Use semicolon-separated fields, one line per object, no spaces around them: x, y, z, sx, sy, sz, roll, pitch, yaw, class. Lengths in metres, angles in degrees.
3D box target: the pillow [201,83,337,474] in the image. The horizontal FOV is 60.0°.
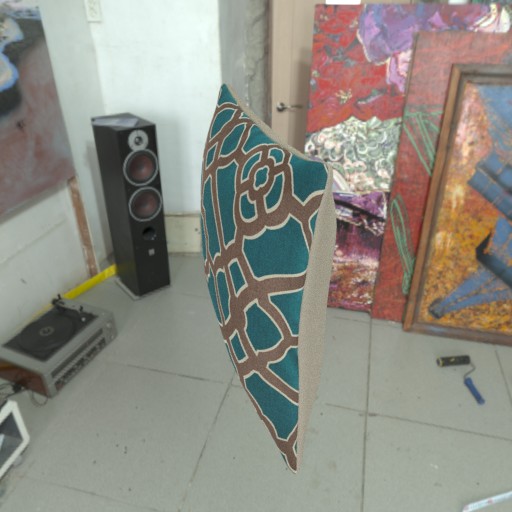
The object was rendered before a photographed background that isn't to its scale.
0.000;0.000;0.793;0.166;0.507;0.526;-8;31;-13;pillow
